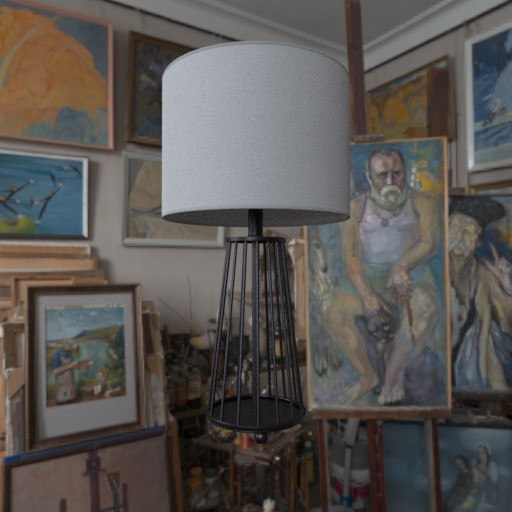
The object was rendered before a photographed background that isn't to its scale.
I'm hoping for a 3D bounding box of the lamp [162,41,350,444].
[{"bbox_3d":[0.000,0.000,0.772,0.322,0.593,0.322,0,-1,20],"label":"lamp"}]
